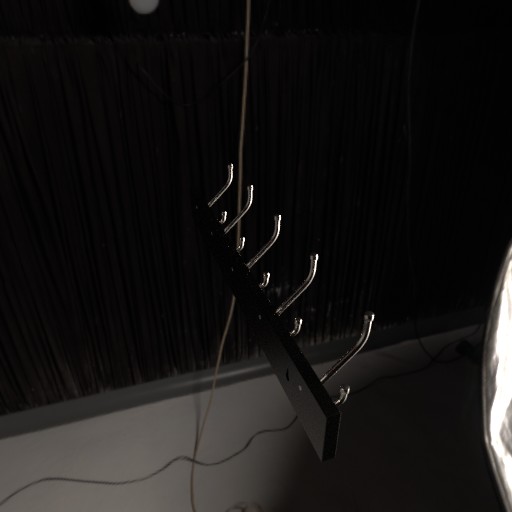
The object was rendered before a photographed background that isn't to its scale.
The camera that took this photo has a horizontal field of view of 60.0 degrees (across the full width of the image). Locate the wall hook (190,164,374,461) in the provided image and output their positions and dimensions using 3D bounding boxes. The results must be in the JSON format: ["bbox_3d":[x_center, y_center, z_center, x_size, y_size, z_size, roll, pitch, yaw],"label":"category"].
[{"bbox_3d":[0.000,0.000,0.624,0.071,0.117,0.571,-10,31,-17],"label":"wall hook"}]
